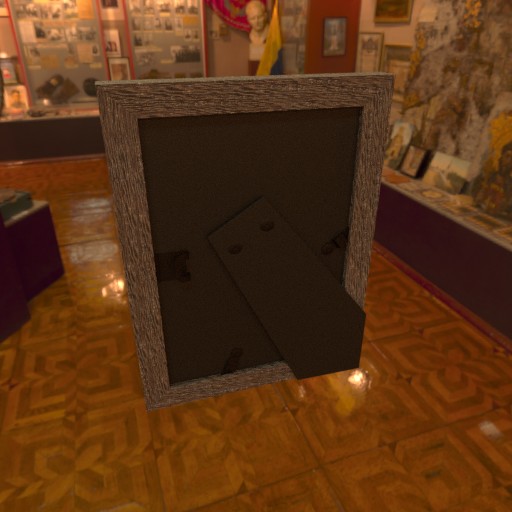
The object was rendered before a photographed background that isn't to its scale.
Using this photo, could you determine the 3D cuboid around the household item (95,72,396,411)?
[{"bbox_3d":[0.000,0.000,0.280,0.160,0.210,0.020,-8,29,-15],"label":"household item"}]
